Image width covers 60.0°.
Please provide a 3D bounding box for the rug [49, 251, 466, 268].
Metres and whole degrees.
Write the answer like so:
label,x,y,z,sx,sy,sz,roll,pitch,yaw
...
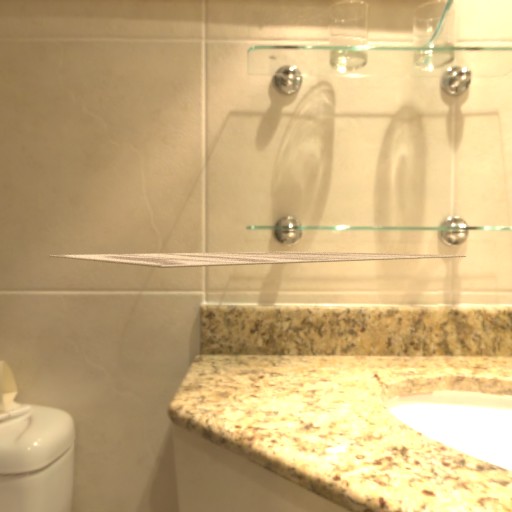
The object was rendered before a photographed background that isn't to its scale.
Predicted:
label,x,y,z,sx,sy,sz,roll,pitch,yaw
rug,0.000,0.000,3.984,2.945,0.014,2.353,-1,2,-37
